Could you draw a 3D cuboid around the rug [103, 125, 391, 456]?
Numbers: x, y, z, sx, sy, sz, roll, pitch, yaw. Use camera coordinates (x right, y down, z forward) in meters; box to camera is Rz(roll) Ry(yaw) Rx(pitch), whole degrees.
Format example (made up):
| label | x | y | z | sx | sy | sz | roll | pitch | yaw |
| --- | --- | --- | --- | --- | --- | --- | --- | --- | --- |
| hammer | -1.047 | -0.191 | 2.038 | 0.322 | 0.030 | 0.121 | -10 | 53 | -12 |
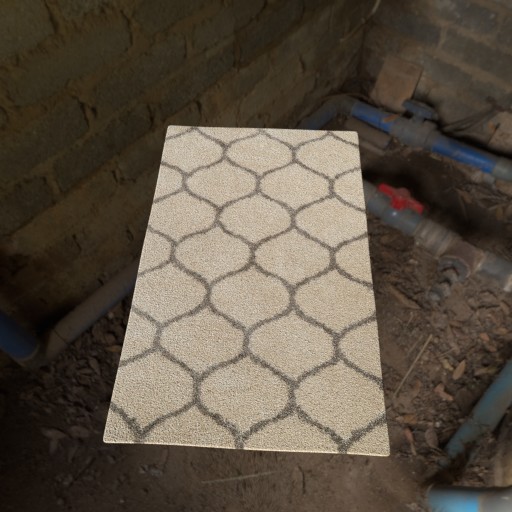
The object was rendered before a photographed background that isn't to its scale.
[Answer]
| label | x | y | z | sx | sy | sz | roll | pitch | yaw |
| --- | --- | --- | --- | --- | --- | --- | --- | --- | --- |
| rug | 0.000 | 0.000 | 2.907 | 1.501 | 0.024 | 2.348 | 2 | 59 | 1 |
